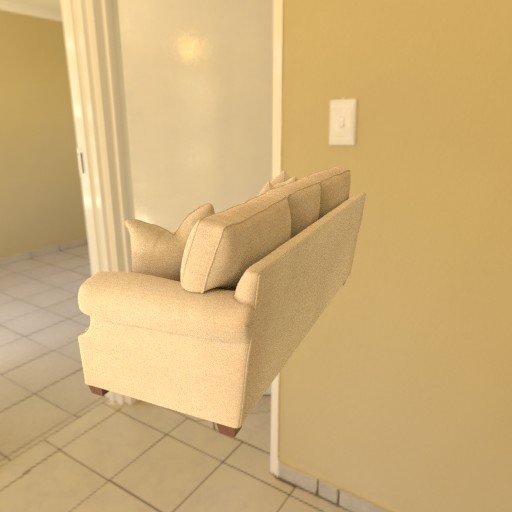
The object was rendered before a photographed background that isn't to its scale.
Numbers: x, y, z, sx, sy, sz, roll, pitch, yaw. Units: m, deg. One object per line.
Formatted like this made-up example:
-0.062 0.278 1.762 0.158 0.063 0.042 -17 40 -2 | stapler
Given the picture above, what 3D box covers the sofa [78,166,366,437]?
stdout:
0.000 0.000 2.842 0.965 0.975 2.312 7 18 23 | sofa
